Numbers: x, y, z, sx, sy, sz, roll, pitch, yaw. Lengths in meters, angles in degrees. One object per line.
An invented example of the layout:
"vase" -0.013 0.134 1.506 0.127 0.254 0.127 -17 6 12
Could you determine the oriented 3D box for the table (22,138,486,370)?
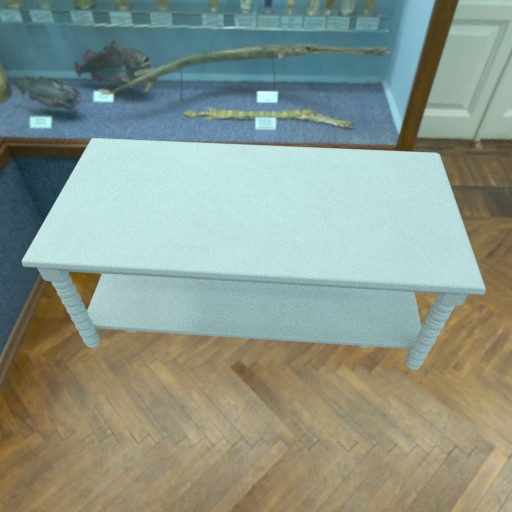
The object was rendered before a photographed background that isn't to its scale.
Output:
"table" 0.000 0.000 1.475 1.171 0.487 0.580 3 48 3
